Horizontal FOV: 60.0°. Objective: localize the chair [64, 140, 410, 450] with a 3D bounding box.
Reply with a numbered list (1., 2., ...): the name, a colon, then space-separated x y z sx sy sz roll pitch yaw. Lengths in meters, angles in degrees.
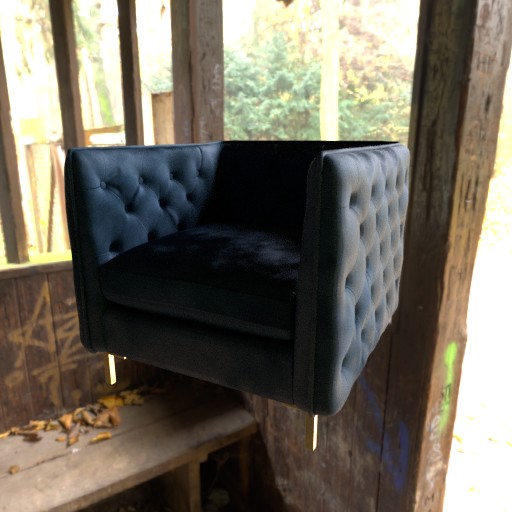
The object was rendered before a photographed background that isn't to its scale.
1. chair: 0.000 0.000 1.531 0.868 0.771 0.877 8 17 26
